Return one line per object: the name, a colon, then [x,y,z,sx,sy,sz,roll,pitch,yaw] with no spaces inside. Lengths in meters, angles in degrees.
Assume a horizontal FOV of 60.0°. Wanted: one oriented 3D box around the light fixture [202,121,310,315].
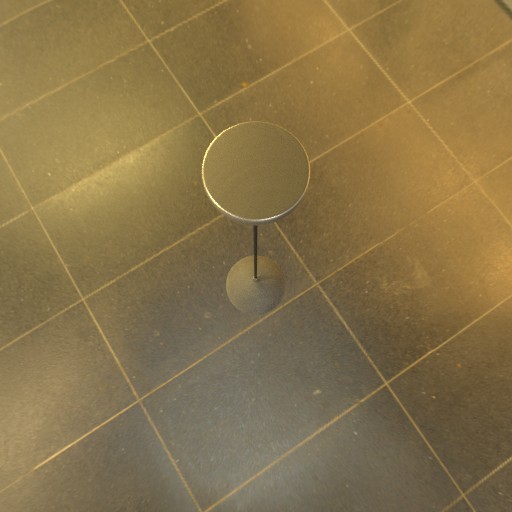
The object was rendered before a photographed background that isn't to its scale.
light fixture: [0.000,0.000,0.849,0.153,0.760,0.153,37,79,9]
